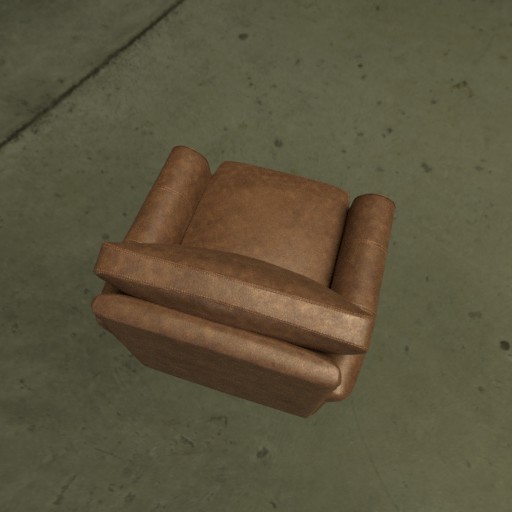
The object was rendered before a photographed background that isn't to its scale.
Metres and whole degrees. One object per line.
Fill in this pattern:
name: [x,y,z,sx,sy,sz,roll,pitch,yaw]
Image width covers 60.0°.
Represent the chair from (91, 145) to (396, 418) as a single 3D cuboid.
chair: [0.000,0.000,1.800,0.996,0.976,1.002,16,64,8]
